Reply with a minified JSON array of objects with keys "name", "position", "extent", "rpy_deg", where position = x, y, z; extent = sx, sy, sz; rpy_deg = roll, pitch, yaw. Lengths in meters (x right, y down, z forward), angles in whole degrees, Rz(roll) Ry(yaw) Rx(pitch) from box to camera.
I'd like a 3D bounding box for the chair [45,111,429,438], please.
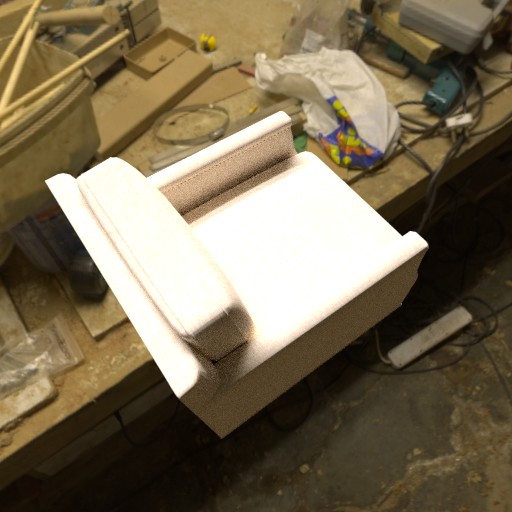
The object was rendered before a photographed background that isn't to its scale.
[{"name":"chair","position":[0.000,0.000,1.715],"extent":[1.041,0.940,0.838],"rpy_deg":[-31,64,-18]}]
